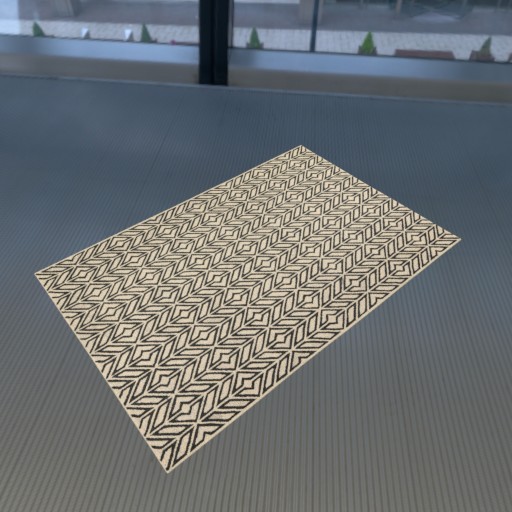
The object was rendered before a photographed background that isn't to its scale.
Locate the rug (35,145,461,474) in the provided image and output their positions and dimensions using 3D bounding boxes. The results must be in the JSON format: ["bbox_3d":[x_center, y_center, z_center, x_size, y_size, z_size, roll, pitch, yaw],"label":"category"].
[{"bbox_3d":[0.000,0.000,2.268,1.828,0.007,1.220,-31,53,-27],"label":"rug"}]
